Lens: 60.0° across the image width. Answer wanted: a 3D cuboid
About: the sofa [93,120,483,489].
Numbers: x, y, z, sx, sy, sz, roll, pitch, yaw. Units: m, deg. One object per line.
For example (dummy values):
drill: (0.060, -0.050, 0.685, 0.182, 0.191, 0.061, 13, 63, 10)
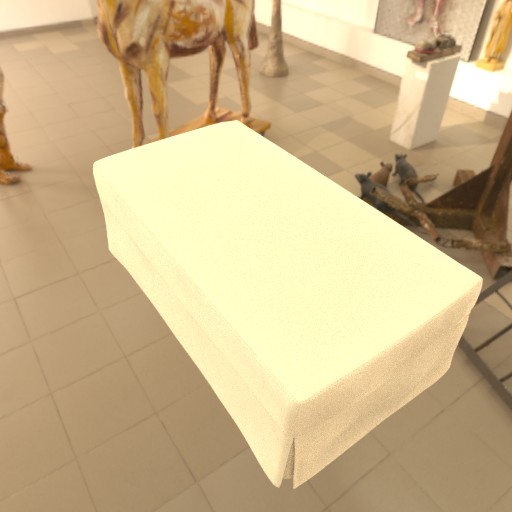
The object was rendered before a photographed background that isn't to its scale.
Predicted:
sofa: (0.000, 0.000, 2.043, 0.939, 0.552, 1.677, -25, 47, -26)
